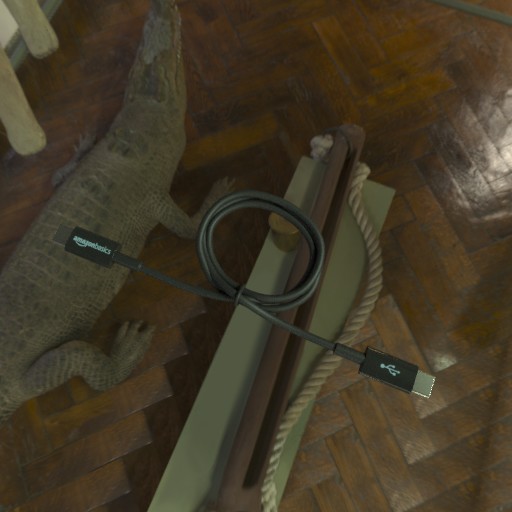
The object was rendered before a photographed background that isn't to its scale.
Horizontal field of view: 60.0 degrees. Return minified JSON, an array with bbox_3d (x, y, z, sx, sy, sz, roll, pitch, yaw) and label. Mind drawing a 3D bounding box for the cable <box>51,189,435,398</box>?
[{"bbox_3d":[0.000,0.000,0.225,0.203,0.014,0.070,21,76,5],"label":"cable"}]
